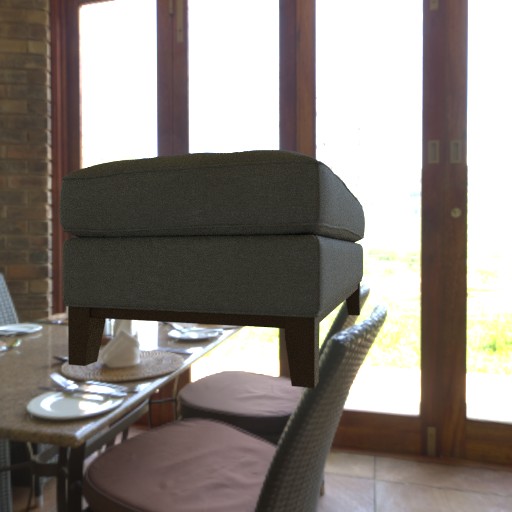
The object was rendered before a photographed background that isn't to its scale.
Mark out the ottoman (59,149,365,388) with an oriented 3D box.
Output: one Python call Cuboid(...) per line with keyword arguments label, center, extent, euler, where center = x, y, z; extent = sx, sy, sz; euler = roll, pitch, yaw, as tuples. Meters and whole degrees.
Cuboid(label="ottoman", center=(0.000, 0.000, 1.494), extent=(0.648, 0.514, 1.143), euler=(0, 1, 18))
